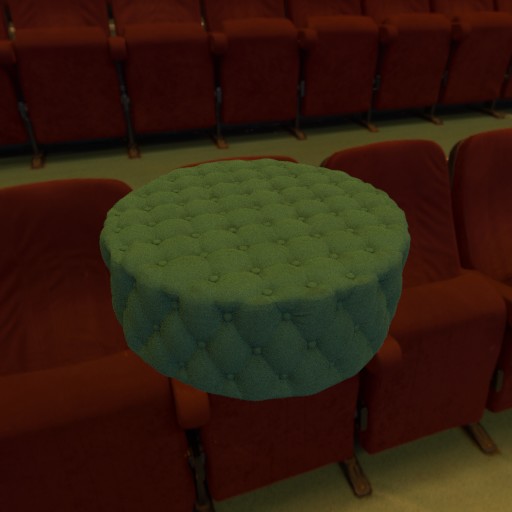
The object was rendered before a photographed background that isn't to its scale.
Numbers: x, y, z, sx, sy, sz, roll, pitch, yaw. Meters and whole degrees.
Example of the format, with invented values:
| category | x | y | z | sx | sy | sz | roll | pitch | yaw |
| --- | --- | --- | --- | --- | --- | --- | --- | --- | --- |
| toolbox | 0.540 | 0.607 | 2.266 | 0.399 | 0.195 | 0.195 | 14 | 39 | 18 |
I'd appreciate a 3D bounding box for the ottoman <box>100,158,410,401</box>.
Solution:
| category | x | y | z | sx | sy | sz | roll | pitch | yaw |
| --- | --- | --- | --- | --- | --- | --- | --- | --- | --- |
| ottoman | 0.000 | 0.000 | 1.546 | 0.998 | 0.399 | 0.998 | 0 | 32 | 0 |
